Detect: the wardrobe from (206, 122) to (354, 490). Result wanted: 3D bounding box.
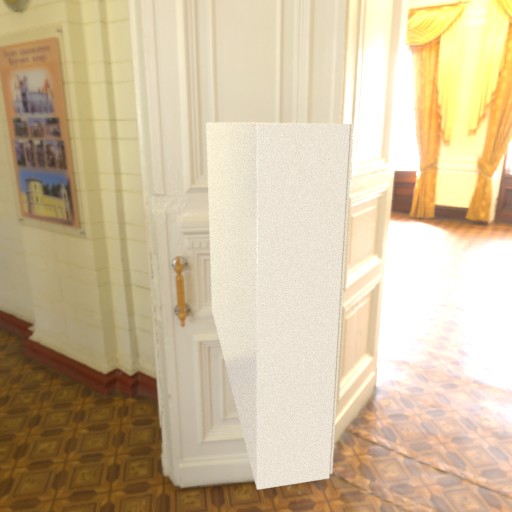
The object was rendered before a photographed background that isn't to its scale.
[{"bbox_3d":[0.000,0.000,4.101,0.580,2.360,3.000,-3,17,-11],"label":"wardrobe"}]
